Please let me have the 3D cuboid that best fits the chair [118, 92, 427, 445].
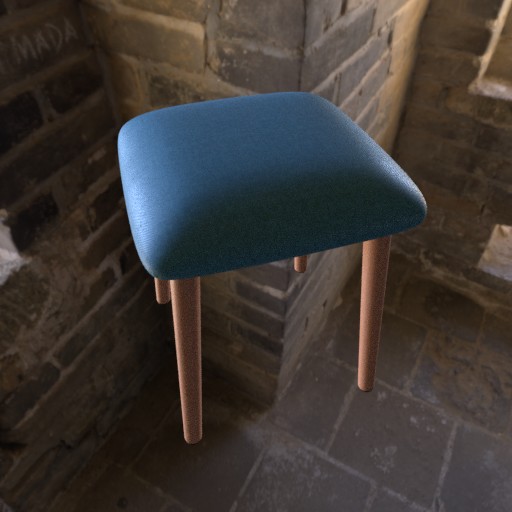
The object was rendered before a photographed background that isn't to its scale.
[{"bbox_3d":[0.000,0.000,0.727,0.360,0.450,0.360,-12,44,-13],"label":"chair"}]
